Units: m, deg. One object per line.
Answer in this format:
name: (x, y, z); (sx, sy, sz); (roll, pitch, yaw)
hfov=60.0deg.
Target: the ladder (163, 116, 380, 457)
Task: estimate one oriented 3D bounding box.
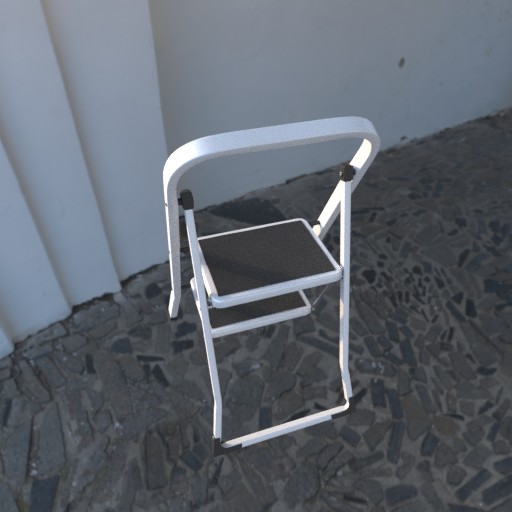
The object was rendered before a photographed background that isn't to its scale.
ladder: (0.000, 0.000, 1.120); (0.460, 0.810, 0.544); (-12, 41, -14)
